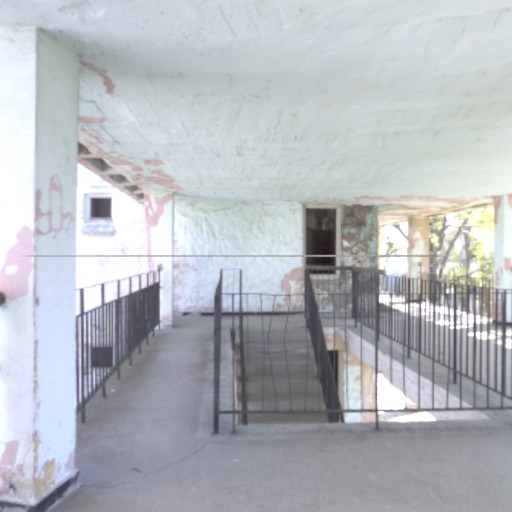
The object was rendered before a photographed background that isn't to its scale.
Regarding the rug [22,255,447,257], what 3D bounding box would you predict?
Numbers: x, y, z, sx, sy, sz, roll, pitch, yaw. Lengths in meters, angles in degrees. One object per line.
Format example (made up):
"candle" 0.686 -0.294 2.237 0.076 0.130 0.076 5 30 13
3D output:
"rug" 0.000 0.000 4.111 3.043 0.013 2.444 0 0 17
